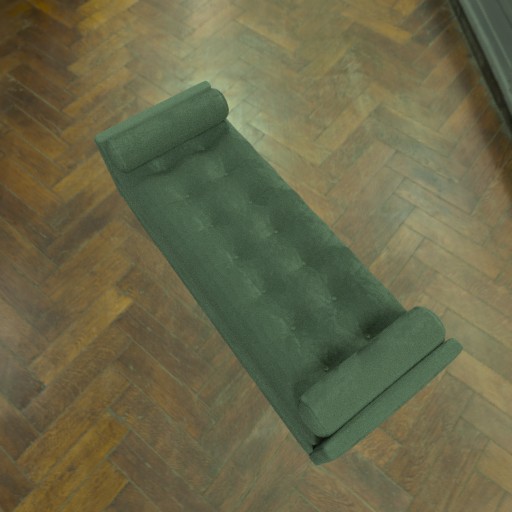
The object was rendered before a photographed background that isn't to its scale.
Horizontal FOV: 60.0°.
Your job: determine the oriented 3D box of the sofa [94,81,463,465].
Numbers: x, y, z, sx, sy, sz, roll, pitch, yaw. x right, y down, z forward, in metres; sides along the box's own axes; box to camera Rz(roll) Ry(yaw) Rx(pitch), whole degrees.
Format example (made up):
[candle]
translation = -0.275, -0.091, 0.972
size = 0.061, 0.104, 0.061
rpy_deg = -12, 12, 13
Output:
[sofa]
translation = 0.000, 0.000, 2.491
size = 0.796, 0.705, 2.102
rpy_deg = -33, 67, -16
